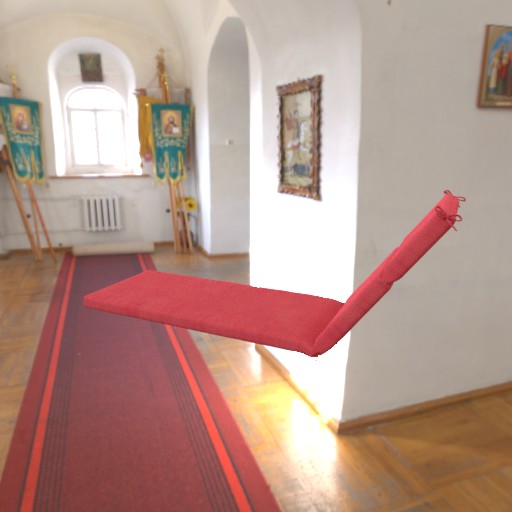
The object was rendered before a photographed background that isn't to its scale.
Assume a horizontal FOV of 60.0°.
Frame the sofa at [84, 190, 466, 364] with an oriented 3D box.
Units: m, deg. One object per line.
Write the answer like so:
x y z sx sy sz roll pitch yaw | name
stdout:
0.000 0.000 2.009 1.663 0.622 0.582 7 16 24 | sofa
